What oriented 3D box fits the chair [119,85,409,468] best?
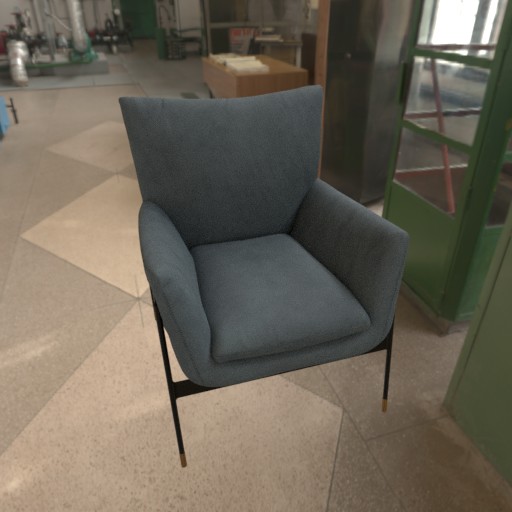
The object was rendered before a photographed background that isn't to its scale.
[{"bbox_3d":[0.000,0.000,1.369,0.678,0.858,0.709,-9,32,-15],"label":"chair"}]
